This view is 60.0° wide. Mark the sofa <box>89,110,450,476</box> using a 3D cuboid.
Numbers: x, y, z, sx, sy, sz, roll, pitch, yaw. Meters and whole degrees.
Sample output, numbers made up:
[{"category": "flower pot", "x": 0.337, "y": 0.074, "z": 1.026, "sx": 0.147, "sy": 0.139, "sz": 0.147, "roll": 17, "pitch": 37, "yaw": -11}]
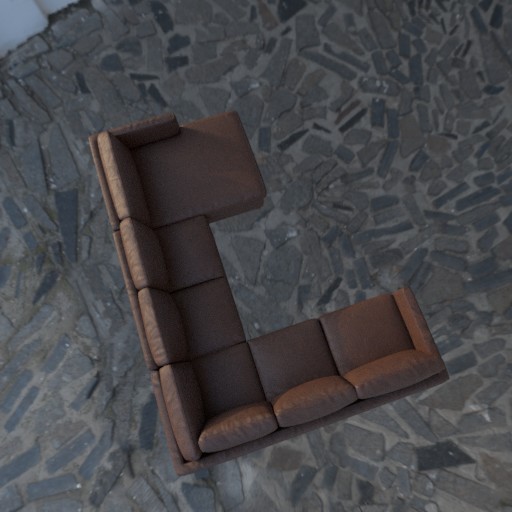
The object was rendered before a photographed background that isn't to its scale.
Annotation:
[{"category": "sofa", "x": 0.000, "y": 0.000, "z": 4.552, "sx": 2.593, "sy": 0.923, "sz": 3.460, "roll": -18, "pitch": 75, "yaw": -5}]
